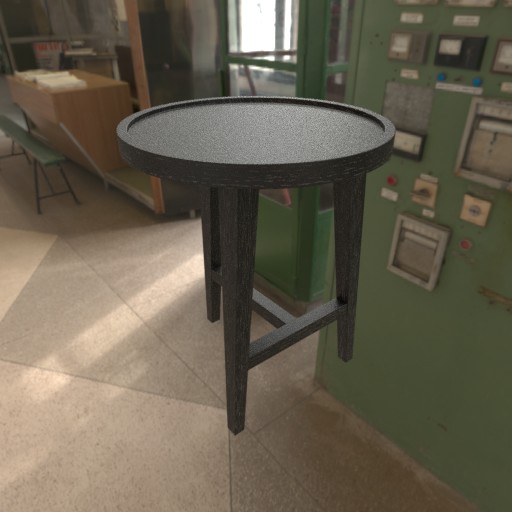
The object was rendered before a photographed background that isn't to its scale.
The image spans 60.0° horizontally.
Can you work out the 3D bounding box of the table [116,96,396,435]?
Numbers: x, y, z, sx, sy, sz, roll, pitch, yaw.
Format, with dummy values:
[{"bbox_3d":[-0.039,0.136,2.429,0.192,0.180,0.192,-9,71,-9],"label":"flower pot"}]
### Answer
[{"bbox_3d":[0.000,0.000,0.770,0.399,0.460,0.399,0,30,0],"label":"table"}]
